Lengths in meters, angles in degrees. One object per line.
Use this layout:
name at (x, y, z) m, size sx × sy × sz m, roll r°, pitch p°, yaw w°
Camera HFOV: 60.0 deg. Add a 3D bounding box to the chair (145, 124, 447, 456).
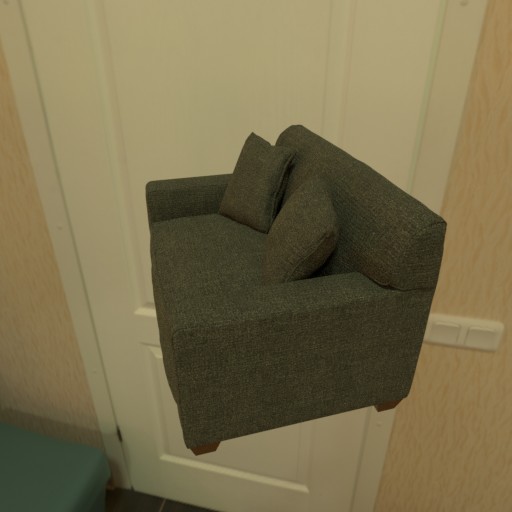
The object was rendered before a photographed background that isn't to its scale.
chair at (0.000, 0.000, 2.129) m, size 1.000 × 0.948 × 1.383 m, roll -8°, pitch 31°, yaw -13°
